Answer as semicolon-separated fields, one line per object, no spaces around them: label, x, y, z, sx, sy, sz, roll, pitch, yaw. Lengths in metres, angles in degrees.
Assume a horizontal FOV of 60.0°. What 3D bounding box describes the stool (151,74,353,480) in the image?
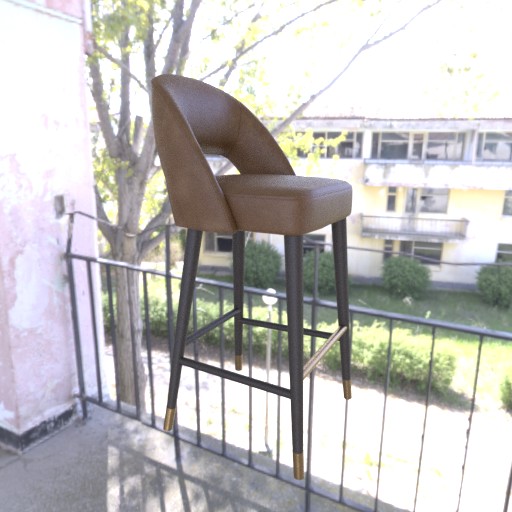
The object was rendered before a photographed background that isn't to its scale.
stool;0.000;0.000;1.320;0.509;1.037;0.494;7;15;27
